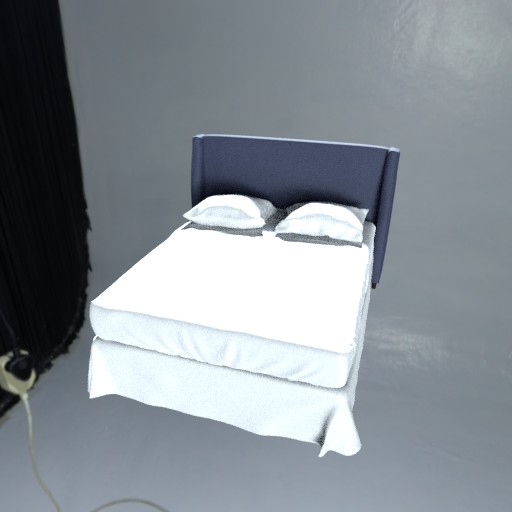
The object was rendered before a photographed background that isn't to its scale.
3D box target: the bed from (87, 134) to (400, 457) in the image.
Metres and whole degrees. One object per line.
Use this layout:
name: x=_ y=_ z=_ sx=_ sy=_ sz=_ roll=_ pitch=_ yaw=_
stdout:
bed: x=0.000 y=0.000 z=3.424 sx=1.925 sy=1.332 sz=2.276 roll=8 pitch=28 yaw=15
